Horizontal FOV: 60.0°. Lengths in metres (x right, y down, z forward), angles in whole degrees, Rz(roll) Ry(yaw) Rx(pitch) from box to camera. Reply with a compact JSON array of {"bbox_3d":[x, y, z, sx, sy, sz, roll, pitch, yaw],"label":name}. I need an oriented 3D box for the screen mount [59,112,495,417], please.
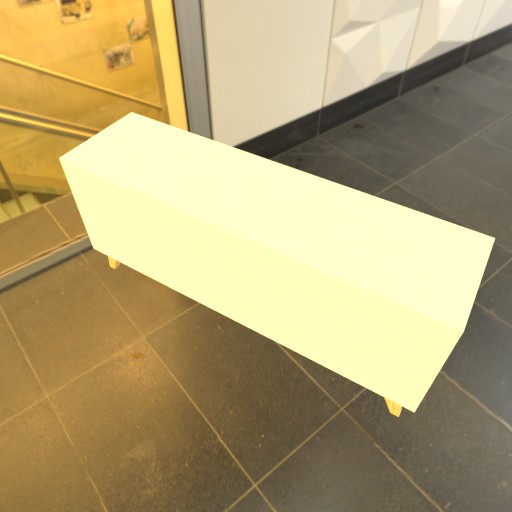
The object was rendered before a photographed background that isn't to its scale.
[{"bbox_3d":[0.000,0.000,1.746,1.490,0.619,0.400,24,51,21],"label":"screen mount"}]
